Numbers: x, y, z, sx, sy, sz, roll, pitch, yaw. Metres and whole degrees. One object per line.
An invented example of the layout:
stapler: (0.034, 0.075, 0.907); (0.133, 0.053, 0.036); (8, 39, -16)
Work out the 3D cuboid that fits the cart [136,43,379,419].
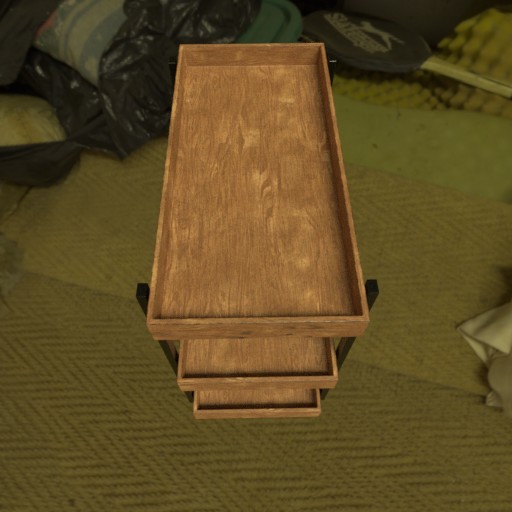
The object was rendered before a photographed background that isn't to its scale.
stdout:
cart: (0.000, 0.000, 1.245); (0.411, 0.800, 0.750); (-1, 58, -1)
